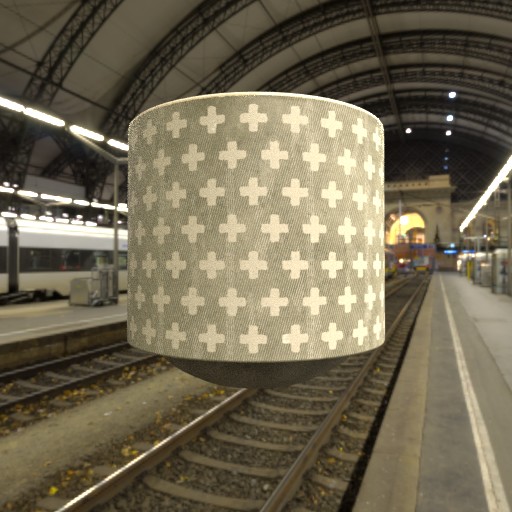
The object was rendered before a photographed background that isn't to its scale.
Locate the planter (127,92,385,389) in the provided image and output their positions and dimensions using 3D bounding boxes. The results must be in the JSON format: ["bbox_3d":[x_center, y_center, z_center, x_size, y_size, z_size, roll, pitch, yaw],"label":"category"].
[{"bbox_3d":[0.000,0.000,0.449,0.250,0.239,0.250,0,-1,0],"label":"planter"}]
